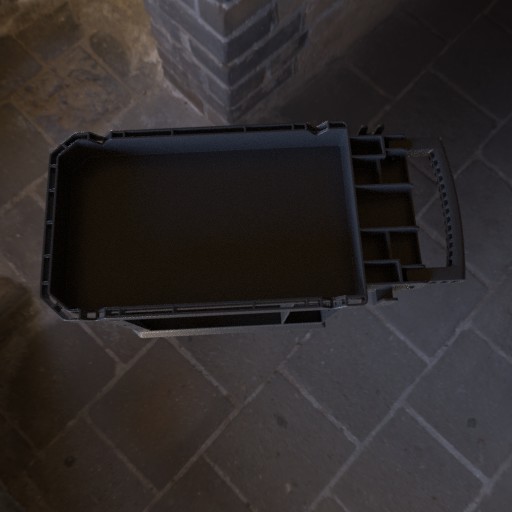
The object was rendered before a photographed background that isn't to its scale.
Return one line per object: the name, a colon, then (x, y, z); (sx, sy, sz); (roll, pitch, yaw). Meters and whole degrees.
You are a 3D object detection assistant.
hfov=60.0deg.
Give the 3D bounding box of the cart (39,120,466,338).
cart: (0.000, 0.000, 1.543); (1.061, 0.884, 0.497); (-3, 76, -1)
